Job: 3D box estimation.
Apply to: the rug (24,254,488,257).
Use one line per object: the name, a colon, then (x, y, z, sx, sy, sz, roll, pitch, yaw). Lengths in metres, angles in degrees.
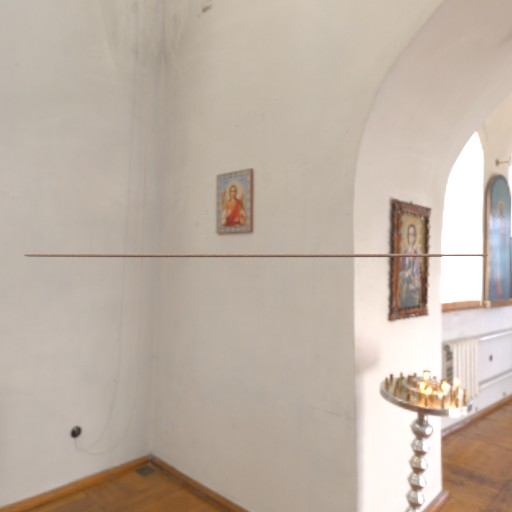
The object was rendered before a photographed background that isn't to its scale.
rug: (0.000, 0.000, 4.120, 3.039, 0.018, 2.462, 0, 0, -1)
